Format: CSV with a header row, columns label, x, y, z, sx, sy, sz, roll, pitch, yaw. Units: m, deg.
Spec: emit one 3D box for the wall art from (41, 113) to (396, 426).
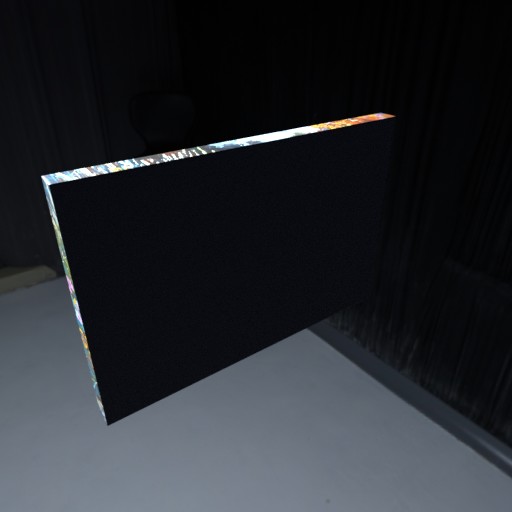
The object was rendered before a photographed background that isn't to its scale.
label,x,y,z,sx,sy,sz,roll,pitch,yaw
wall art,0.000,0.000,0.775,0.610,0.406,0.037,-20,35,-30
